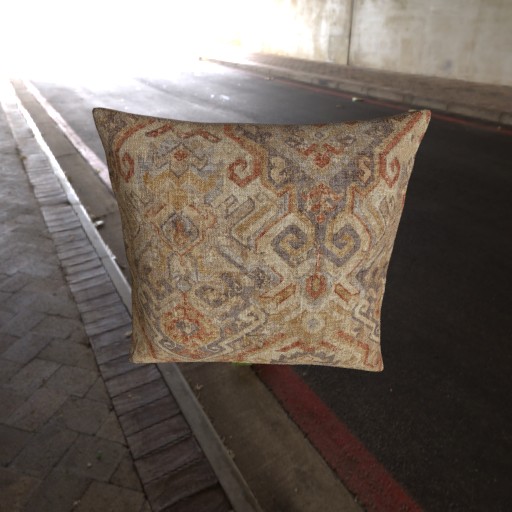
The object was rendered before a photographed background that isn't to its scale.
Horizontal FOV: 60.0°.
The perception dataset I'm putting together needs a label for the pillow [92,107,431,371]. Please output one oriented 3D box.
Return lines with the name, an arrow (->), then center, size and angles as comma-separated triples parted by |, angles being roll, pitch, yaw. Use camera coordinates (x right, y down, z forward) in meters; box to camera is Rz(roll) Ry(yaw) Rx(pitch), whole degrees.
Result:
pillow -> 0.000, 0.000, 0.789 | 0.523, 0.506, 0.166 | 1, 29, 2
